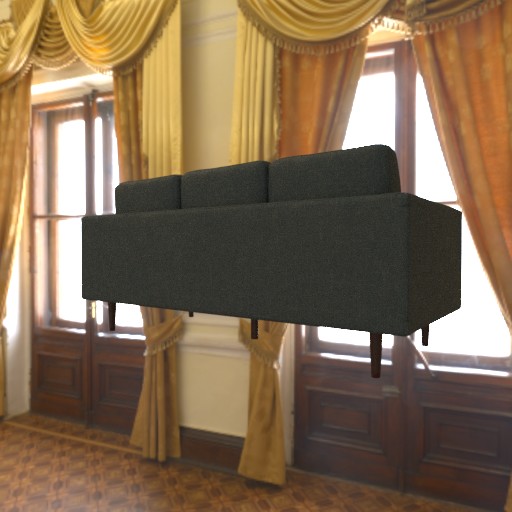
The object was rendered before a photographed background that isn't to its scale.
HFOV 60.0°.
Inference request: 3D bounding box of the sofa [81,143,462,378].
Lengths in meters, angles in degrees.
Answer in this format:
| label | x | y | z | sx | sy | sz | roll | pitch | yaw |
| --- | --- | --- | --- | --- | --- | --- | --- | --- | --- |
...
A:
| label | x | y | z | sx | sy | sz | roll | pitch | yaw |
| --- | --- | --- | --- | --- | --- | --- | --- | --- | --- |
| sofa | 0.000 | 0.000 | 2.529 | 2.013 | 0.945 | 0.935 | 1 | 1 | 36 |
